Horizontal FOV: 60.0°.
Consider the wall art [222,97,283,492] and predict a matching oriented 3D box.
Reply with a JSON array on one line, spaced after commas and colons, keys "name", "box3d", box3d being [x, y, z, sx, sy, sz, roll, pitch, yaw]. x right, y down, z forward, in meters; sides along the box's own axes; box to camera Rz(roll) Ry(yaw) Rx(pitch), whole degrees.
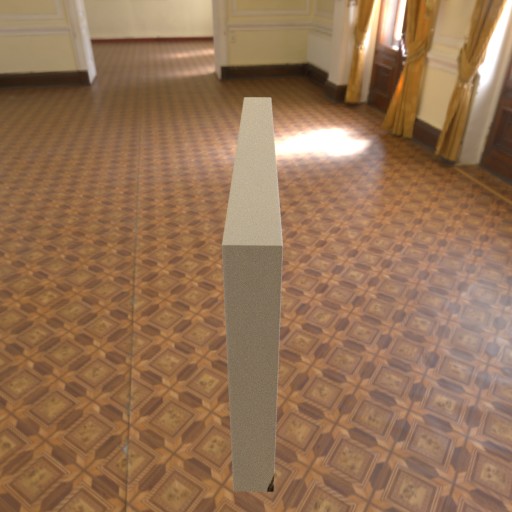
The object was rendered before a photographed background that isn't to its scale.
[{"name": "wall art", "box3d": [0.000, 0.000, 0.489, 0.039, 0.254, 0.384, 1, 32, 1]}]
